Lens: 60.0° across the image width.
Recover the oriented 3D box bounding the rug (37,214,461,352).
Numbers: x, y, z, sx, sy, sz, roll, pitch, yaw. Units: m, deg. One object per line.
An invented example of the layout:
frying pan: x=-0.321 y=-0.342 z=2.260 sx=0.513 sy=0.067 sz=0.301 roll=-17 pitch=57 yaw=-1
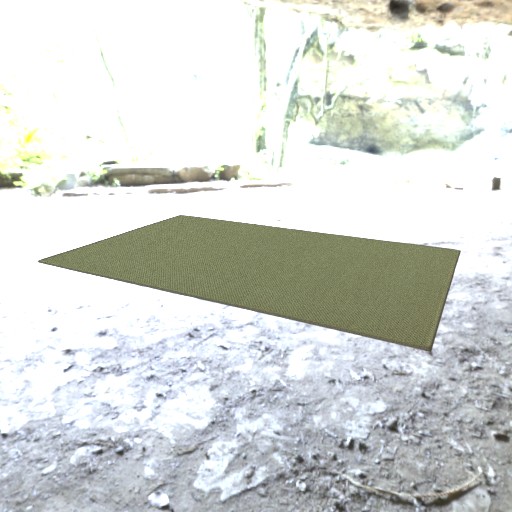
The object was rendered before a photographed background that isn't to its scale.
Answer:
rug: x=0.000 y=0.000 z=2.063 sx=1.676 sy=0.013 sz=1.067 roll=9 pitch=20 yaw=26
